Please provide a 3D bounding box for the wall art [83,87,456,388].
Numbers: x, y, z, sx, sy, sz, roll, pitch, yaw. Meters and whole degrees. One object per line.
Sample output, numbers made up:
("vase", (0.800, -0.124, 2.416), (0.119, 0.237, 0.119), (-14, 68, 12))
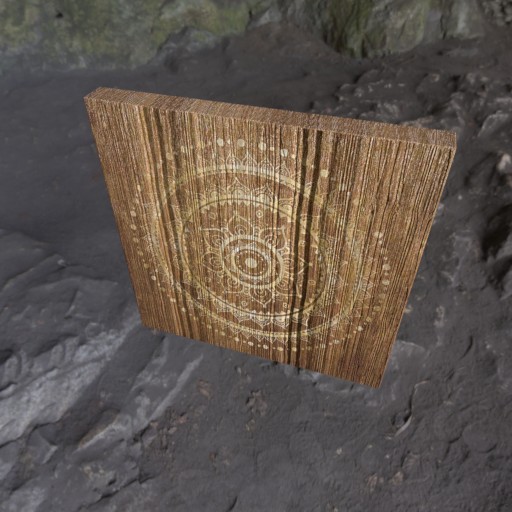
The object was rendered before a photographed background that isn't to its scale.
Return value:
("wall art", (0.000, 0.000, 0.605), (0.406, 0.403, 0.039), (12, 42, 13))
